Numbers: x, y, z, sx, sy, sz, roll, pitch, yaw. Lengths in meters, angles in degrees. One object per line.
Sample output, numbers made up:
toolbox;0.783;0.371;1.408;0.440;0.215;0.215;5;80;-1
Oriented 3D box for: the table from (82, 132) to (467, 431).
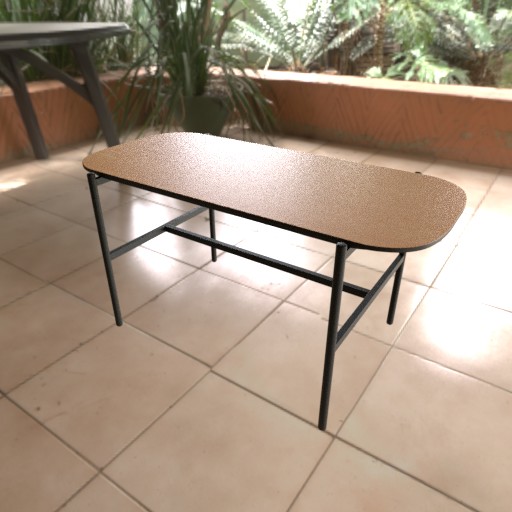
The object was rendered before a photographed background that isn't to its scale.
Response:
table;0.000;0.000;1.021;0.800;0.400;0.400;18;34;29
